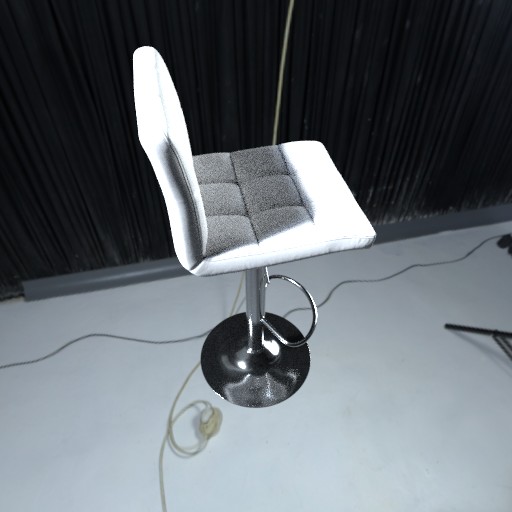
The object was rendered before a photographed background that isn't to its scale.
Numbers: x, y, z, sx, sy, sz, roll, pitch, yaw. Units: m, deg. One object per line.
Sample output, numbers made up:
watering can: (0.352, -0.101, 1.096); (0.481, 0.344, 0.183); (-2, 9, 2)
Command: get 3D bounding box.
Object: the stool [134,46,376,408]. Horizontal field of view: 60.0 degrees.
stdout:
stool: (0.000, 0.000, 1.317); (0.505, 1.115, 0.430); (-9, 47, -9)
